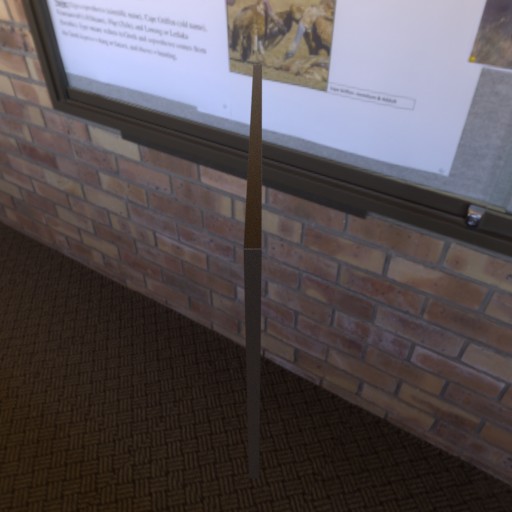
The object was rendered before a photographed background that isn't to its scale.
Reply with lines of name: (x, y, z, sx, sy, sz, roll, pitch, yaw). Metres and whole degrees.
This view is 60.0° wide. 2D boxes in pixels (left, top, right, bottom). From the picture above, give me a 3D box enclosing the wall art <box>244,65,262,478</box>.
wall art: (0.000, 0.000, 0.538, 0.012, 0.332, 0.383, 0, 40, 1)
